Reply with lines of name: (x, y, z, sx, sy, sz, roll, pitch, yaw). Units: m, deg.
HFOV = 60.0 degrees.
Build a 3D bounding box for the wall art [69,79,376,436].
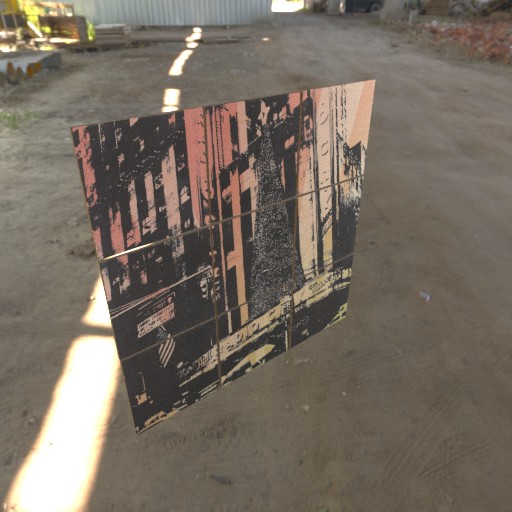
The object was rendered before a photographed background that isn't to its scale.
wall art: (0.000, 0.000, 1.341, 0.919, 0.917, 0.010, -22, 37, -32)
